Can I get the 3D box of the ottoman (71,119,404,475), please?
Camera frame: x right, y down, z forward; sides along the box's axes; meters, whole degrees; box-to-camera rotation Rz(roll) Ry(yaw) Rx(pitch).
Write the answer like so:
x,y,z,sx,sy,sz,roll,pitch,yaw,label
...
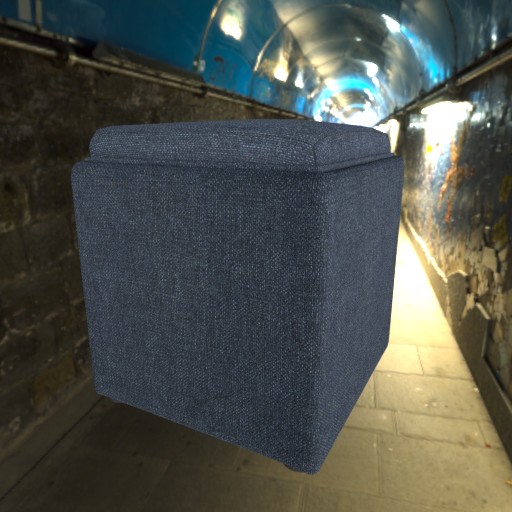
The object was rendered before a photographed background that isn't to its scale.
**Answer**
x,y,z,sx,sy,sz,roll,pitch,yaw,label
0.000,0.000,0.838,0.436,0.493,0.454,8,18,27,ottoman
